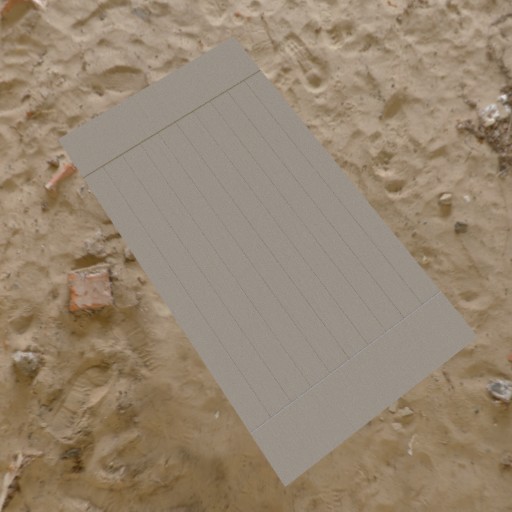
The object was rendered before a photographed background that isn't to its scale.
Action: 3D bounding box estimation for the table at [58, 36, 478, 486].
[{"bbox_3d":[0.000,0.000,1.391,0.600,0.495,1.062,-34,78,-8],"label":"table"}]
